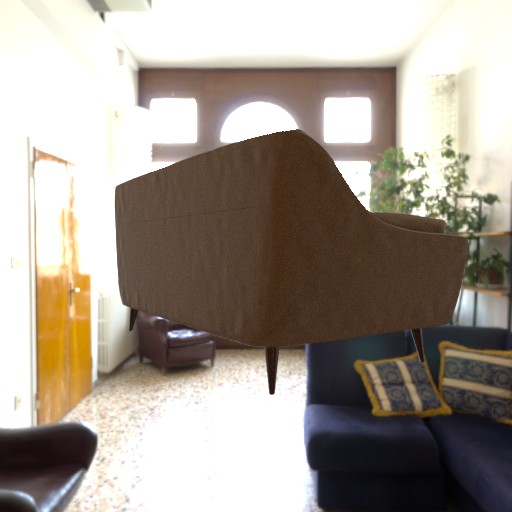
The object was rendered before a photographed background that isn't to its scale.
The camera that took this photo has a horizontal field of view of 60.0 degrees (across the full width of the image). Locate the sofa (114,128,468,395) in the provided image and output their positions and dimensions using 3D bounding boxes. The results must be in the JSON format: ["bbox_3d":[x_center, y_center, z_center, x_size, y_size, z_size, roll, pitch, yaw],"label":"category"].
[{"bbox_3d":[0.000,0.000,2.249,0.981,0.886,1.731,-1,1,-35],"label":"sofa"}]
